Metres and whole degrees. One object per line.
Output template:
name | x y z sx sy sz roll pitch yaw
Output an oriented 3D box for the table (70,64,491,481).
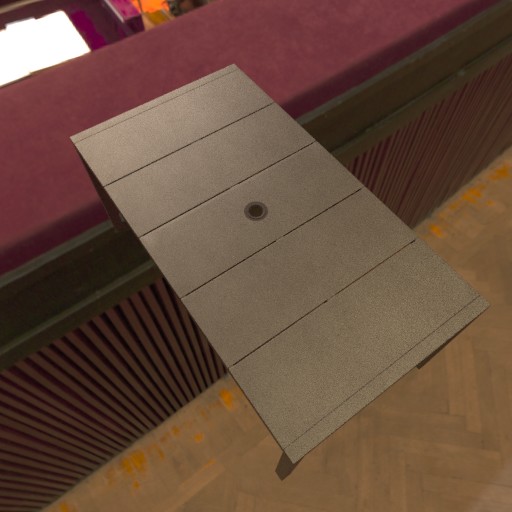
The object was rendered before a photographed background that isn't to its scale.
table | 0.000 0.000 2.141 0.914 0.735 1.680 -31 64 -17
